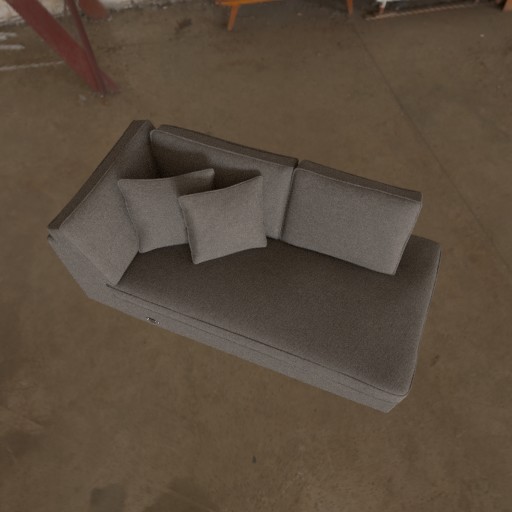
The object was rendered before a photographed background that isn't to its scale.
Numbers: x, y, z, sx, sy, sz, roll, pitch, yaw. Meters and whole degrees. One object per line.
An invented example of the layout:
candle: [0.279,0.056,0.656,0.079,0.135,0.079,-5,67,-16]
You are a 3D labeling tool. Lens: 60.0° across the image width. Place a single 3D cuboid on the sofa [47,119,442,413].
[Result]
sofa: [0.000,0.000,2.861,2.237,1.033,1.110,18,60,11]
